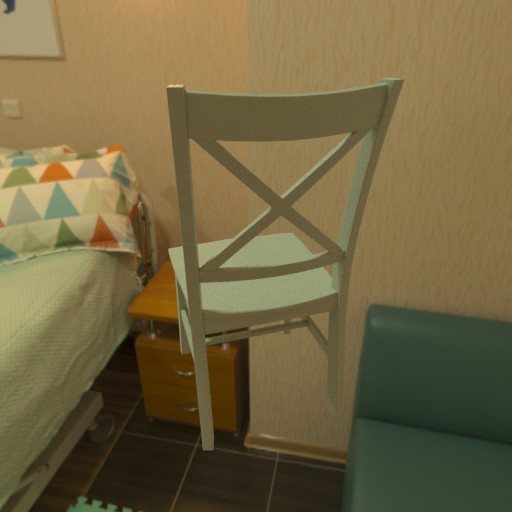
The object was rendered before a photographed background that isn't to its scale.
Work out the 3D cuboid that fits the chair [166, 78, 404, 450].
[{"bbox_3d":[0.000,0.000,1.279,0.485,0.983,0.542,-8,28,-15],"label":"chair"}]
